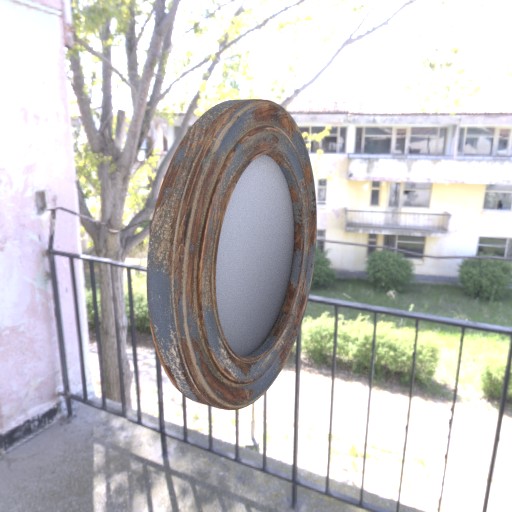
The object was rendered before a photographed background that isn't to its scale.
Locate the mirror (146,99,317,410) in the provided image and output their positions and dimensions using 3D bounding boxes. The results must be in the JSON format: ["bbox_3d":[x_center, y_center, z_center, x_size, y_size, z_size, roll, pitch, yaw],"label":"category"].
[{"bbox_3d":[0.000,0.000,0.876,0.061,0.585,0.585,7,16,25],"label":"mirror"}]
